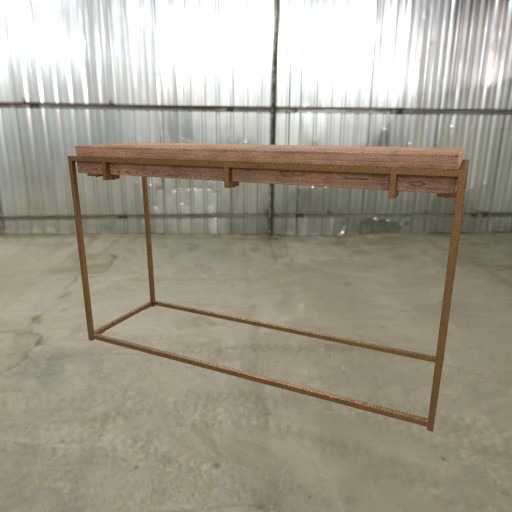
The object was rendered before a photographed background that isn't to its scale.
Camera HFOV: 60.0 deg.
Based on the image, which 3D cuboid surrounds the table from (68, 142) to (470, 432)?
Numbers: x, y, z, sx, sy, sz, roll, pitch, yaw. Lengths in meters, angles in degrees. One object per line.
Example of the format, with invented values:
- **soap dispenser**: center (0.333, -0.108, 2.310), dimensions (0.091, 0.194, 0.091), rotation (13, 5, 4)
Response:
- **table**: center (0.000, 0.000, 1.710), dimensions (1.400, 0.820, 0.440), rotation (8, 18, 25)
